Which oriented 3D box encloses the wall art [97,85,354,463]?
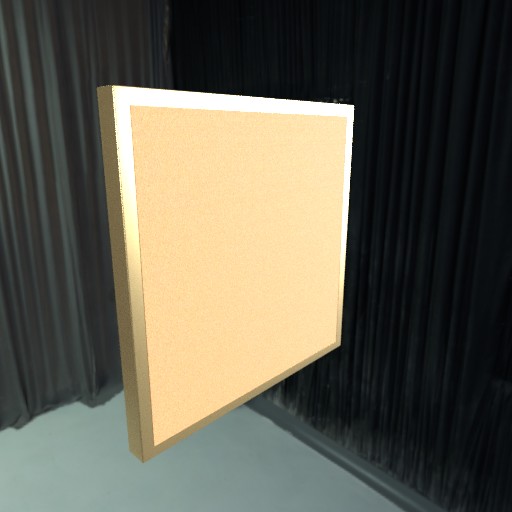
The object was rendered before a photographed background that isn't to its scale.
[{"bbox_3d":[0.000,0.000,0.454,0.023,0.305,0.305,14,21,42],"label":"wall art"}]
